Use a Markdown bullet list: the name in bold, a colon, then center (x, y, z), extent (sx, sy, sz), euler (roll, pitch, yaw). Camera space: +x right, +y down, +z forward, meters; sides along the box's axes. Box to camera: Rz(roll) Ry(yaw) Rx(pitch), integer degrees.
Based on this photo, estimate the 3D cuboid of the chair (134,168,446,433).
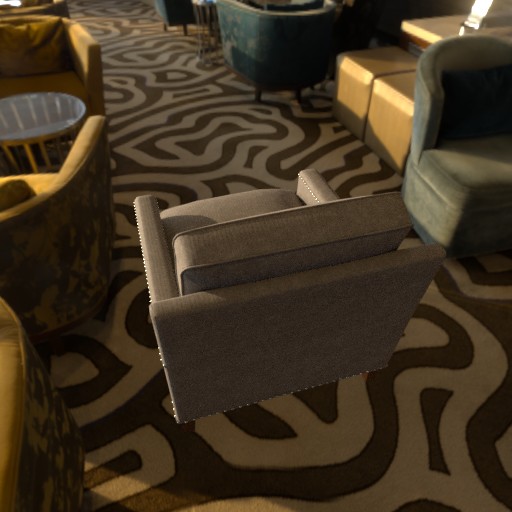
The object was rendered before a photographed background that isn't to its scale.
- **chair**: center (0.000, 0.000, 1.752), extent (0.853, 0.948, 1.014), euler (-11, 43, -13)
